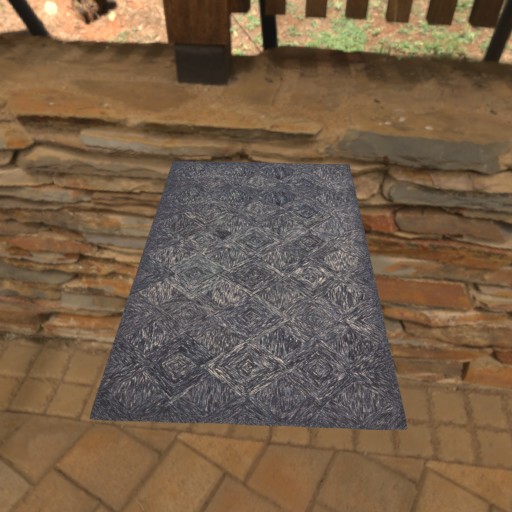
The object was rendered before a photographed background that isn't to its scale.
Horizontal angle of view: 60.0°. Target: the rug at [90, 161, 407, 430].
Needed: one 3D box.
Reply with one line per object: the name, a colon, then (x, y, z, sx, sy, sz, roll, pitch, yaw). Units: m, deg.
rug: (0.000, 0.000, 2.210, 1.139, 0.010, 1.754, 1, 43, 1)
